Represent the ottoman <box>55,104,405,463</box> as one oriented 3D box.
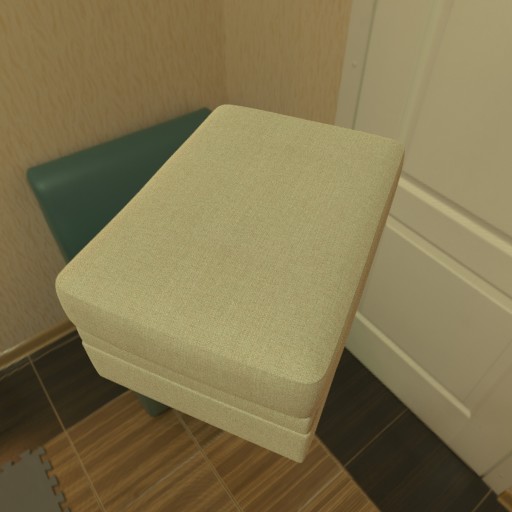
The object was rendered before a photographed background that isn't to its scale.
[{"bbox_3d":[0.000,0.000,1.277,0.637,0.478,0.885,18,50,15],"label":"ottoman"}]
